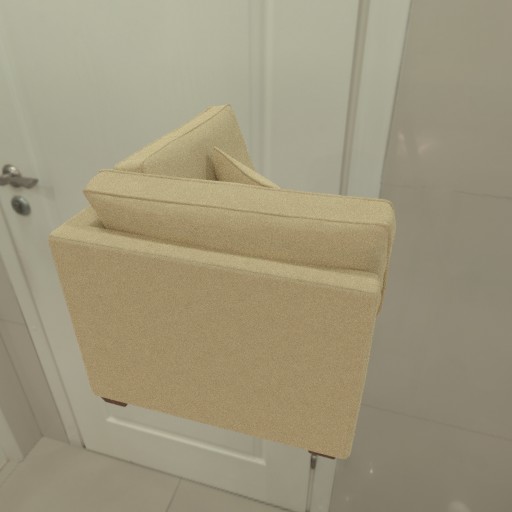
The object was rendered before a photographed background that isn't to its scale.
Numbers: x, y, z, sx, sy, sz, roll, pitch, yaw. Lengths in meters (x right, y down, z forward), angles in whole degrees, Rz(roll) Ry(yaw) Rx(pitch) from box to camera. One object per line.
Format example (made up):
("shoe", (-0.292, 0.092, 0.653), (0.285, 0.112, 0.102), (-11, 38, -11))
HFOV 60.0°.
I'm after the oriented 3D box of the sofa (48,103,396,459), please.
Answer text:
("sofa", (0.000, 0.000, 1.925), (1.084, 1.002, 1.146), (9, 34, 14))
